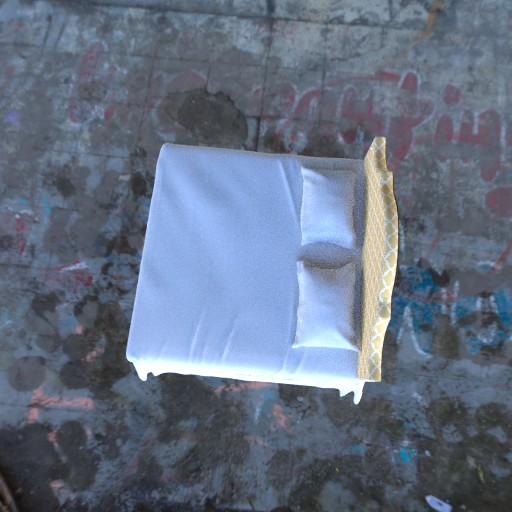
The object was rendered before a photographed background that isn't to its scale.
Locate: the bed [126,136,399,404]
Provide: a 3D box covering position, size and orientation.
[{"bbox_3d":[0.000,0.000,3.836,2.222,1.601,2.314,5,75,1],"label":"bed"}]
